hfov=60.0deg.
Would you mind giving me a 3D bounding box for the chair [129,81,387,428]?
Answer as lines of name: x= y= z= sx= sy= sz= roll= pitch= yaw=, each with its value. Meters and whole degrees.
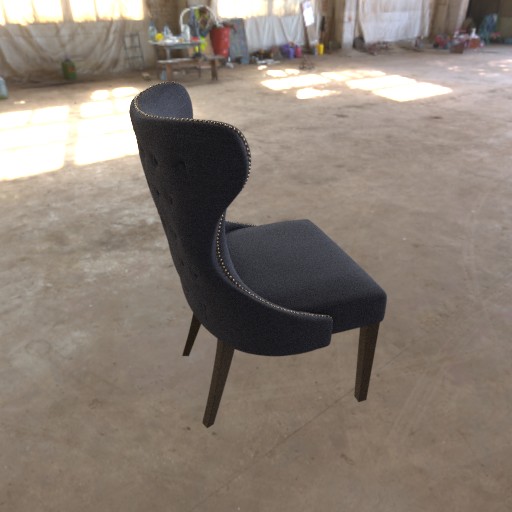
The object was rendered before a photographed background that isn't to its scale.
chair: x=0.000 y=0.000 z=1.374 sx=0.635 sy=0.967 sz=0.628 roll=-10 pitch=32 yaw=-17
